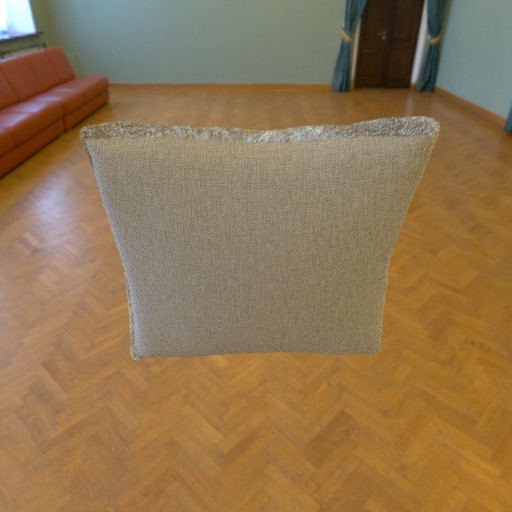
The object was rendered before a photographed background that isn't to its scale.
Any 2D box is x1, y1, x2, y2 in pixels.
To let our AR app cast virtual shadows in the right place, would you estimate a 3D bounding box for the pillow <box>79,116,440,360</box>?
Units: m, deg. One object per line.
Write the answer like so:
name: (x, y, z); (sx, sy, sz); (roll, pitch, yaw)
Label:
pillow: (0.000, 0.000, 0.803); (0.529, 0.515, 0.218); (-1, 30, -1)
